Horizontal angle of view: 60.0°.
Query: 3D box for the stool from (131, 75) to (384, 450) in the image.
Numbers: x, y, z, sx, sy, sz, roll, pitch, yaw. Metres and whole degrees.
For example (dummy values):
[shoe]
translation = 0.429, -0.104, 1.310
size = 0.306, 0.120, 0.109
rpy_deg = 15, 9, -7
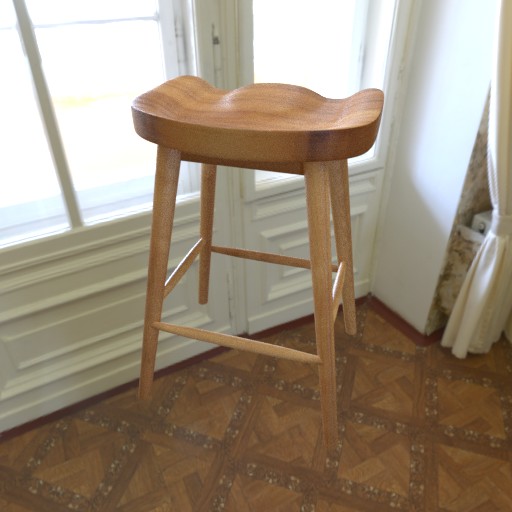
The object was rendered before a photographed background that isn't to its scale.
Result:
[stool]
translation = 0.000, 0.000, 0.894
size = 0.440, 0.615, 0.361
rpy_deg = 10, 35, 14
